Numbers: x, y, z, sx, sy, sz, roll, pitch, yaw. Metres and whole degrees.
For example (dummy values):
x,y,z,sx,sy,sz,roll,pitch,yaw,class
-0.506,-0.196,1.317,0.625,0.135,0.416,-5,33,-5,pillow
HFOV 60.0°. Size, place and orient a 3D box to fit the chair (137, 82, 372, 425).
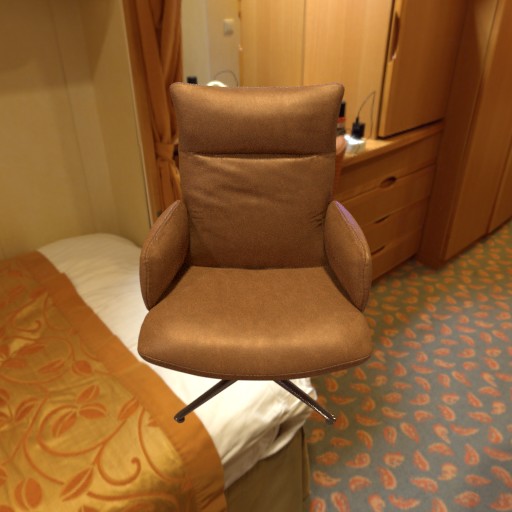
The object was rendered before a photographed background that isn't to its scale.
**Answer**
x,y,z,sx,sy,sz,roll,pitch,yaw,class
0.000,0.000,1.518,0.711,1.027,0.794,0,29,1,chair
